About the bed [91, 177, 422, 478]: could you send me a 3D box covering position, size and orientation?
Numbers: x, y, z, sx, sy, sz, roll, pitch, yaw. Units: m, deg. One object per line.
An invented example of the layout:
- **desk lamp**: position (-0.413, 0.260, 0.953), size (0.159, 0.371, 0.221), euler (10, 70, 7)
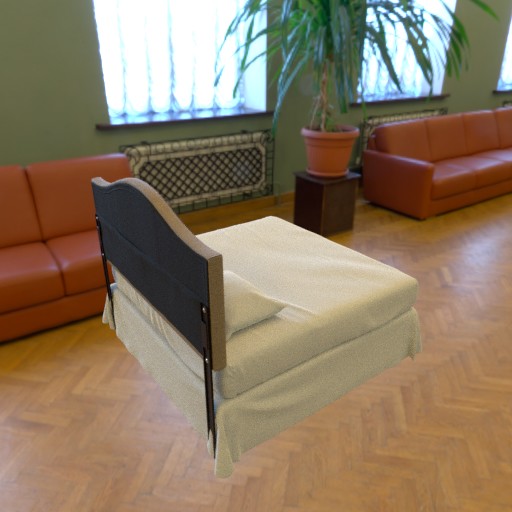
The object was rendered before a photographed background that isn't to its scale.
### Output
- **bed**: position (0.000, 0.000, 3.848), size (2.222, 1.651, 2.311), euler (-17, 30, -32)
